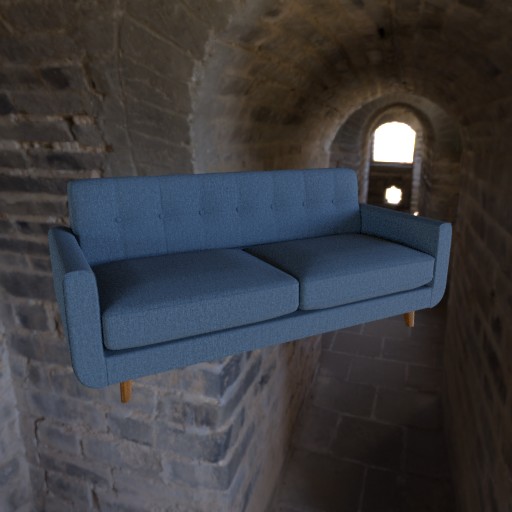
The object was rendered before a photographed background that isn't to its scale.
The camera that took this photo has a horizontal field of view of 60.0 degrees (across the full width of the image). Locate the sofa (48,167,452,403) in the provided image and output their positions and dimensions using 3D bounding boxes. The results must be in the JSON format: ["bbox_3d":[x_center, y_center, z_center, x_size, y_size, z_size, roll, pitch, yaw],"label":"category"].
[{"bbox_3d":[0.000,0.000,2.484,2.055,0.884,0.942,-8,17,-26],"label":"sofa"}]
